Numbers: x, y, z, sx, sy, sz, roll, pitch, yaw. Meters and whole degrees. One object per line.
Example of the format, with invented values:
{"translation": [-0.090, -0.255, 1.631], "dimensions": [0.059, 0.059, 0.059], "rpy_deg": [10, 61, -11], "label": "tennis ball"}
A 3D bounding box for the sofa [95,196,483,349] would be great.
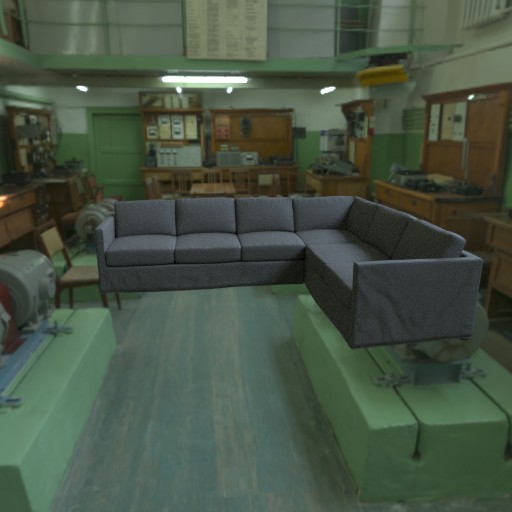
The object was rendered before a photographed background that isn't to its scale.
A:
{"translation": [0.000, 0.000, 4.382], "dimensions": [3.182, 0.871, 2.432], "rpy_deg": [-2, 16, -7], "label": "sofa"}
